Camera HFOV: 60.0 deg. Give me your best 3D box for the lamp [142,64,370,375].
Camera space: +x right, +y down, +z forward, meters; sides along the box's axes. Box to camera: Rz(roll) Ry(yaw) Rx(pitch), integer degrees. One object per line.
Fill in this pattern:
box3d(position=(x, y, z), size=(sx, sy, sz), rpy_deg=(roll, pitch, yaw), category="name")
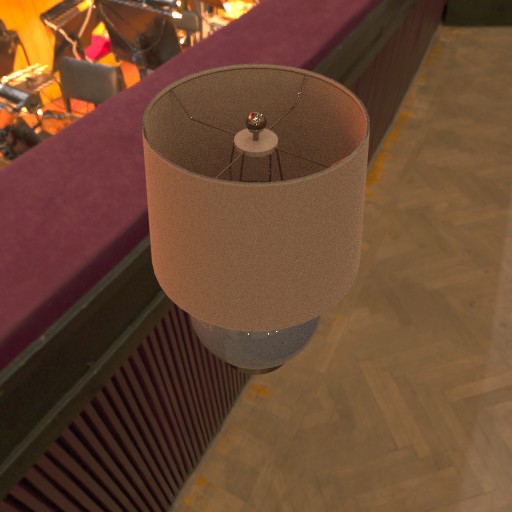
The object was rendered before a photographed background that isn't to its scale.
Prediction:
box3d(position=(0.000, 0.000, 0.547), size=(0.247, 0.387, 0.247), rpy_deg=(0, 48, 0), category="lamp")
